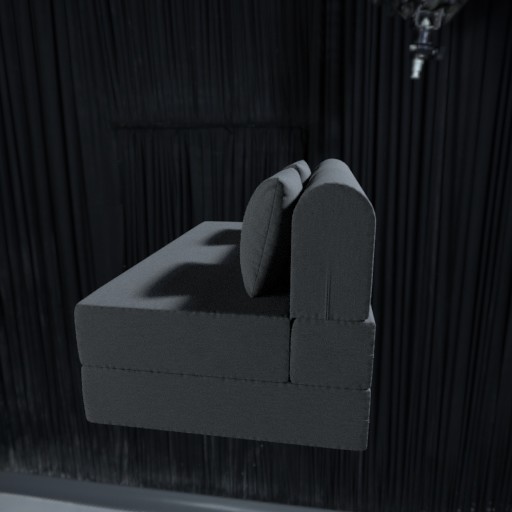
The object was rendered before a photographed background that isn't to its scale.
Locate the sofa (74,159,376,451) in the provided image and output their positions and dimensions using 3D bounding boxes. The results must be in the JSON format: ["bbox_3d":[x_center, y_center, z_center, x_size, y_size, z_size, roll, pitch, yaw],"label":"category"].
[{"bbox_3d":[0.000,0.000,1.665,0.762,0.670,1.225,2,15,9],"label":"sofa"}]
